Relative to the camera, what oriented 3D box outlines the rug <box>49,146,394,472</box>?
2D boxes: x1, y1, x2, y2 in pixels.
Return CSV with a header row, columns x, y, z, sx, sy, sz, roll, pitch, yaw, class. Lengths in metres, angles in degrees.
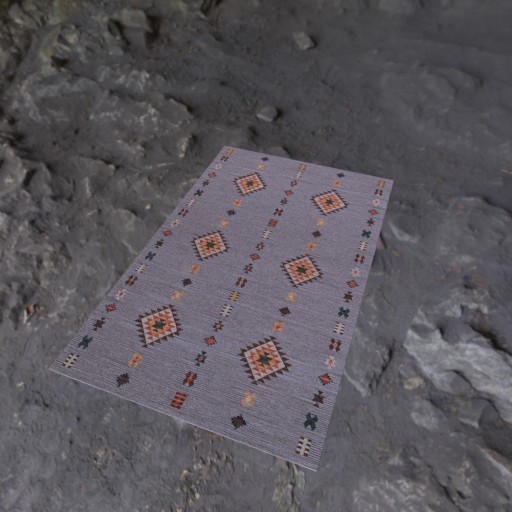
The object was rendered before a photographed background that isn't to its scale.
x,y,z,sx,sy,sz,roll,pitch,yaw,class
0.000,0.000,3.035,1.515,0.007,2.427,15,47,14,rug
